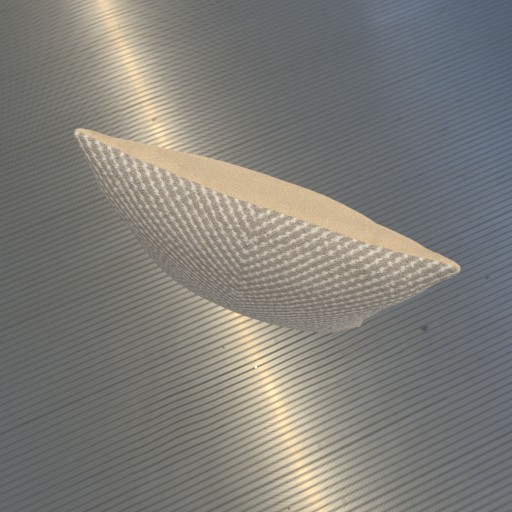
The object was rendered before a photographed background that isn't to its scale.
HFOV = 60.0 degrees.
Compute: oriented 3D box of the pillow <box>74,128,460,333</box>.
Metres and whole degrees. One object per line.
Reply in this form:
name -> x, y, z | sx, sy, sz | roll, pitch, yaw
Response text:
pillow -> 0.000, 0.000, 0.704 | 0.459, 0.458, 0.181 | 20, 77, 5
